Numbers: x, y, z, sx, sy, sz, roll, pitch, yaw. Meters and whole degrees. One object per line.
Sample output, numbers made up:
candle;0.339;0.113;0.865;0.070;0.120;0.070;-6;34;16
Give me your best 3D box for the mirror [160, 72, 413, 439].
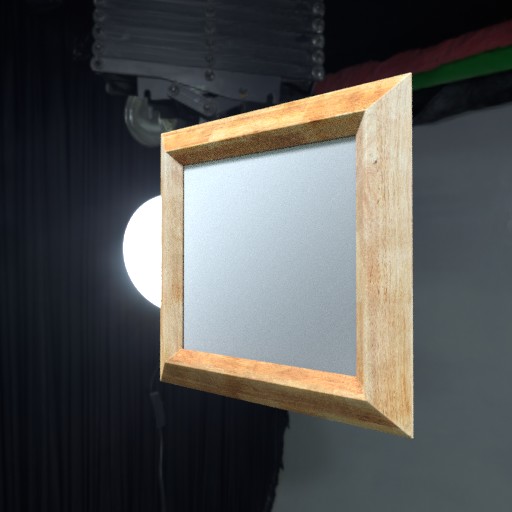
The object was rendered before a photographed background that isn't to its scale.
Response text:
mirror;0.000;0.000;0.958;0.651;0.651;0.047;-1;-1;36
